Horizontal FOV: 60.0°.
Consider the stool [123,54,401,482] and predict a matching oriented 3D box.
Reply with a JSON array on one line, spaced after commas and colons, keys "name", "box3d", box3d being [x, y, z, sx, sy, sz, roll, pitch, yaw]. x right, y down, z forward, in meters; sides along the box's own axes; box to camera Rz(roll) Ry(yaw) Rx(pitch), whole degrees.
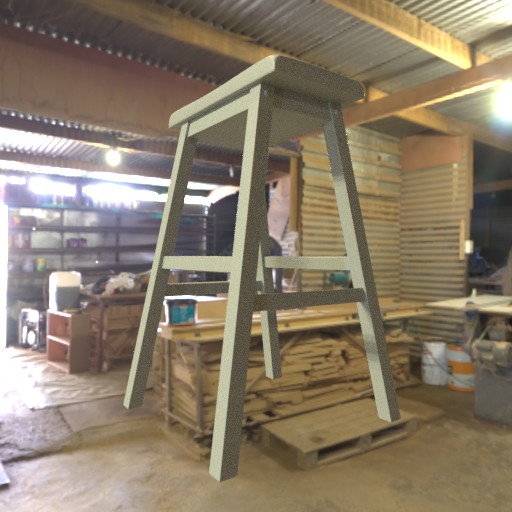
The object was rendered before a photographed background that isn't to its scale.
[{"name": "stool", "box3d": [0.000, 0.000, 1.045, 0.476, 0.737, 0.457, 0, 0, -36]}]
